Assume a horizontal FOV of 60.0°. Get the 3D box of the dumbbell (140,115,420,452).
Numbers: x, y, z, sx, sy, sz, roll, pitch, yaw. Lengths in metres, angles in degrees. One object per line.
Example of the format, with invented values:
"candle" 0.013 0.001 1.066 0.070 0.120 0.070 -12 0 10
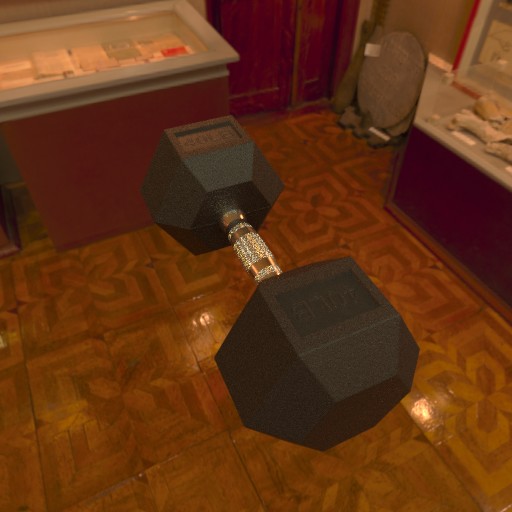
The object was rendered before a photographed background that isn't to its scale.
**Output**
"dumbbell" 0.000 0.000 0.439 0.157 0.137 0.361 -18 48 -17
